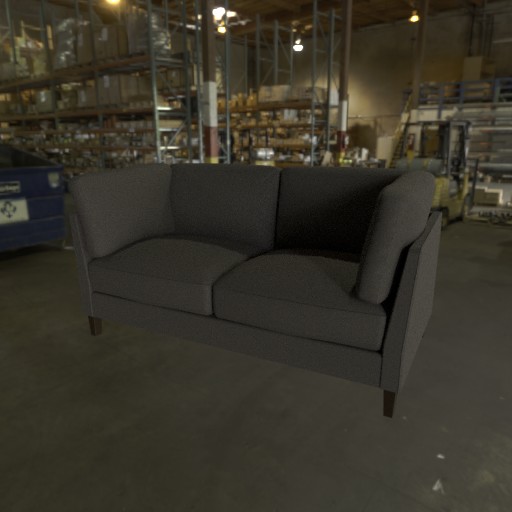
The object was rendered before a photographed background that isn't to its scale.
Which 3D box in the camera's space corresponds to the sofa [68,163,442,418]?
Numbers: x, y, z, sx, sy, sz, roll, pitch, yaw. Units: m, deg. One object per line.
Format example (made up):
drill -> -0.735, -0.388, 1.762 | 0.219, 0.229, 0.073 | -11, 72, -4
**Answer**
sofa -> 0.000, 0.000, 2.347 | 1.751, 0.920, 0.969 | 8, 16, 27
